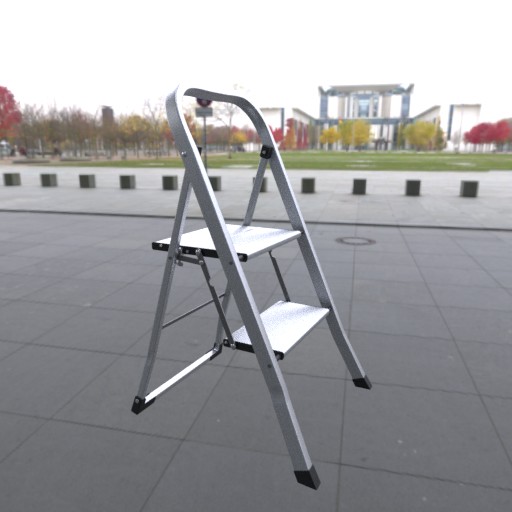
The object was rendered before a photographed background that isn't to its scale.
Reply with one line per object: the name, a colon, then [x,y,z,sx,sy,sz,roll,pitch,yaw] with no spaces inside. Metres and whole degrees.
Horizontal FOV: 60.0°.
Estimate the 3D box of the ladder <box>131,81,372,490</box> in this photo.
ladder: [0.000,0.000,1.130,0.530,0.830,0.465,7,16,27]
